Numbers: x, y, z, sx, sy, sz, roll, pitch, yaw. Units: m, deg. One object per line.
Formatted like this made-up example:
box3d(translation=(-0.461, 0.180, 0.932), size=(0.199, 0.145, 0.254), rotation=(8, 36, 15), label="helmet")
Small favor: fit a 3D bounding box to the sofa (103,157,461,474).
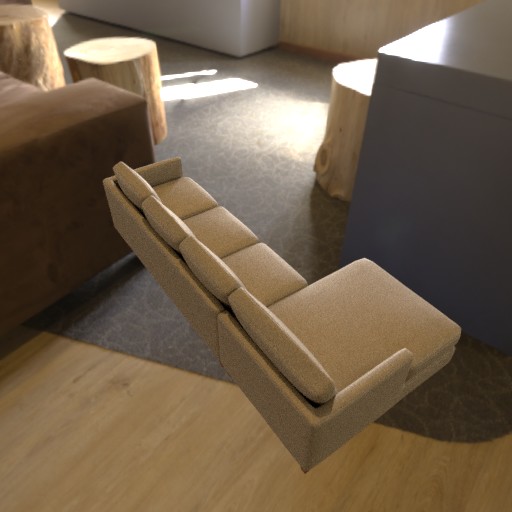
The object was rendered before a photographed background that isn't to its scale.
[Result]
box3d(translation=(0.000, 0.000, 3.855), size=(1.502, 0.876, 3.201), rotation=(-25, 47, -26), label="sofa")
